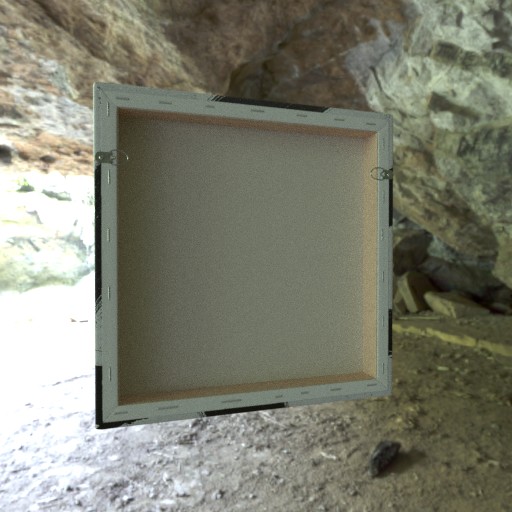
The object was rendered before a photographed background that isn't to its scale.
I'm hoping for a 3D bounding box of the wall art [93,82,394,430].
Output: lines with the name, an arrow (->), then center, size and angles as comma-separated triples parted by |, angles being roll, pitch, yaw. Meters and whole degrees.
wall art -> 0.000, 0.000, 0.741 | 0.507, 0.508, 0.050 | 0, 1, -18
